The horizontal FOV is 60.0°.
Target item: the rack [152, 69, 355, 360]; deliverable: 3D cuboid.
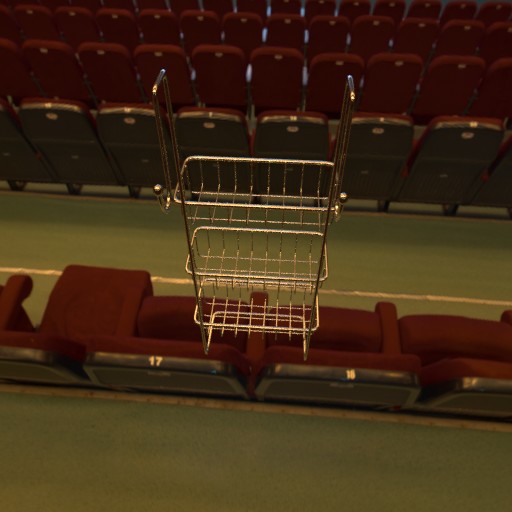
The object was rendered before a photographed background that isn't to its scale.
[{"bbox_3d":[0.000,0.000,0.671,0.228,0.574,0.202,3,48,3],"label":"rack"}]
